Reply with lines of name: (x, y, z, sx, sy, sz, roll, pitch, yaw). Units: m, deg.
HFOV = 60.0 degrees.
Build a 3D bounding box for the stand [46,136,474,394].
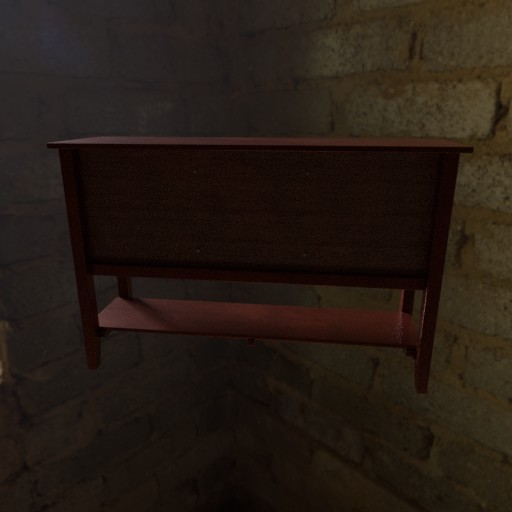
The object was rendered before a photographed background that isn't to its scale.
stand: (0.000, 0.000, 1.728, 1.362, 0.872, 0.410, 2, 18, 7)
